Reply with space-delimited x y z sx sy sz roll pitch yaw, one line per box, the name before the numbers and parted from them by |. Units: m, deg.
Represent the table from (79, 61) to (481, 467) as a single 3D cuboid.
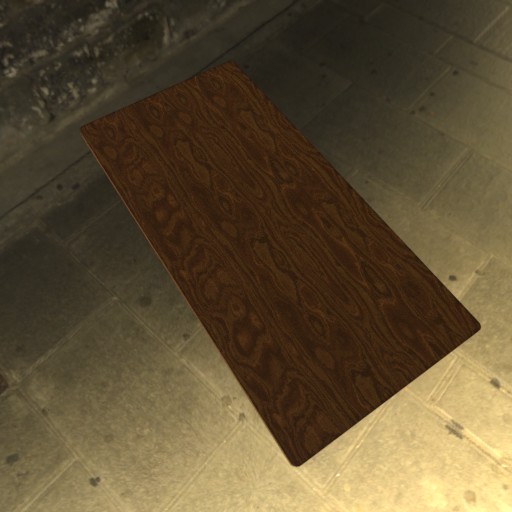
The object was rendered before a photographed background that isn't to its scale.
table | 0.000 0.000 2.243 0.883 0.753 1.791 -30 66 -15
